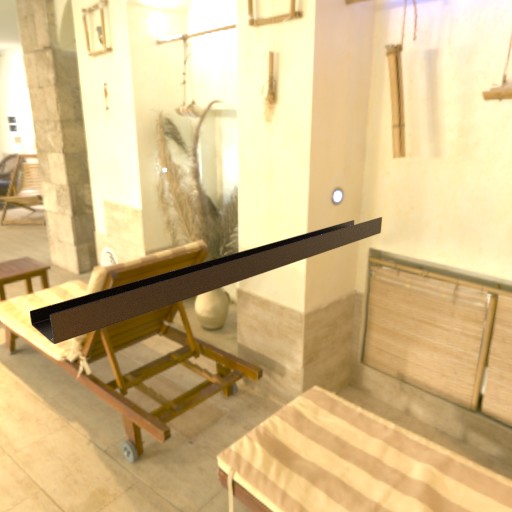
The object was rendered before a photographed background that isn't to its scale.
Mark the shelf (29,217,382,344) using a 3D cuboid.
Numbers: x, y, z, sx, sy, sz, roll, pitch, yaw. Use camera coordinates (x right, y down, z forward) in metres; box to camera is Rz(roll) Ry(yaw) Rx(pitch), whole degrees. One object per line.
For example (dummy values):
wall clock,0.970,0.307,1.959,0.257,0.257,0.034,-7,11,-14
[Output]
shelf,0.000,0.000,0.982,0.092,0.049,0.924,16,24,42
